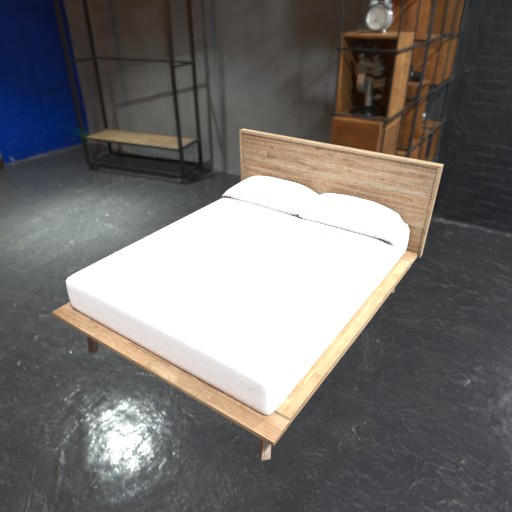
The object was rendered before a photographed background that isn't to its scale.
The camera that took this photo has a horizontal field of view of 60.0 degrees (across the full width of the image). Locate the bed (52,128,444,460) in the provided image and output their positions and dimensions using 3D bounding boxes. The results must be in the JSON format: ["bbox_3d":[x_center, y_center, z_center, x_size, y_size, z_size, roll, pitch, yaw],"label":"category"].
[{"bbox_3d":[0.000,0.000,3.084,1.759,1.071,2.145,19,35,30],"label":"bed"}]
